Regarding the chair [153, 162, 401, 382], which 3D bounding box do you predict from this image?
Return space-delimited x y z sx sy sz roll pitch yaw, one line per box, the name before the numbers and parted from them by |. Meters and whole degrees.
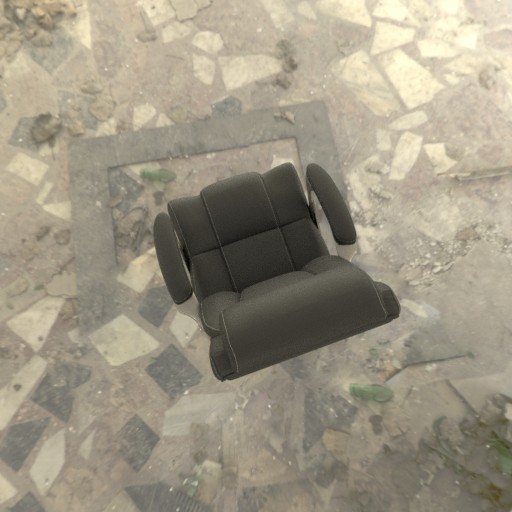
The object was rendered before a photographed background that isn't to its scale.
chair | 0.000 0.000 1.681 0.741 1.167 0.784 -19 77 -4
